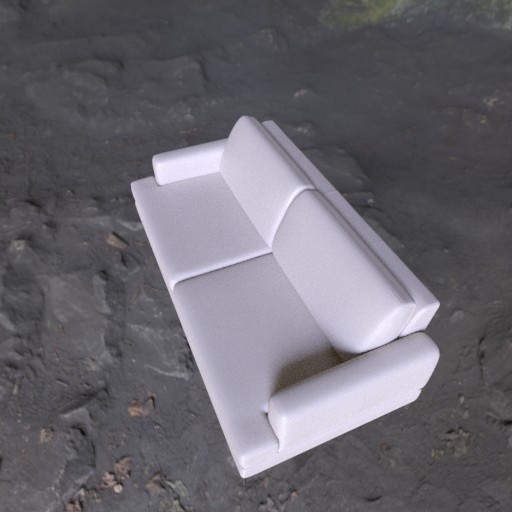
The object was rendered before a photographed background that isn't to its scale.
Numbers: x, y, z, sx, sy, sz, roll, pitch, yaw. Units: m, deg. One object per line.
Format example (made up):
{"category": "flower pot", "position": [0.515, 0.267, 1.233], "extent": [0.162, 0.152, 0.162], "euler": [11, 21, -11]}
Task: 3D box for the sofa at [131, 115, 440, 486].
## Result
{"category": "sofa", "position": [0.000, 0.000, 2.415], "extent": [0.974, 0.765, 1.940], "euler": [-17, 48, -16]}
